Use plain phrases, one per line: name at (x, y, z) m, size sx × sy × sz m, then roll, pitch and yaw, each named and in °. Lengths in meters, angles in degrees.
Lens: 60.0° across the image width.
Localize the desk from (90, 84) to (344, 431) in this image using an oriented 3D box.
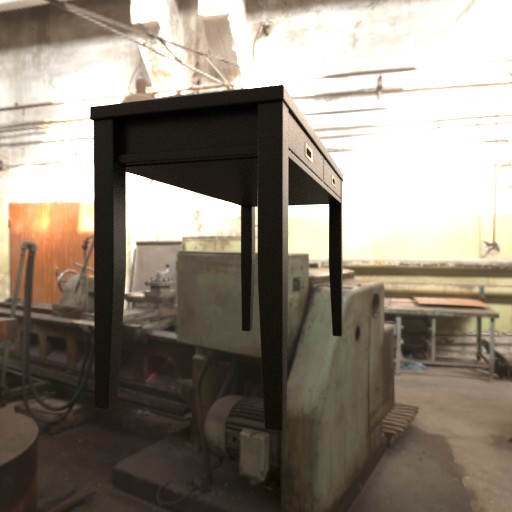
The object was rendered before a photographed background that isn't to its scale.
desk at (0.000, 0.000, 1.638) m, size 0.508 × 0.775 × 1.220 m, roll 0°, pitch 1°, yaw 17°
